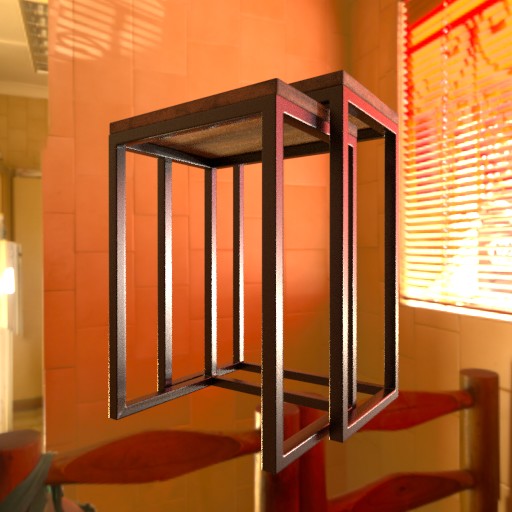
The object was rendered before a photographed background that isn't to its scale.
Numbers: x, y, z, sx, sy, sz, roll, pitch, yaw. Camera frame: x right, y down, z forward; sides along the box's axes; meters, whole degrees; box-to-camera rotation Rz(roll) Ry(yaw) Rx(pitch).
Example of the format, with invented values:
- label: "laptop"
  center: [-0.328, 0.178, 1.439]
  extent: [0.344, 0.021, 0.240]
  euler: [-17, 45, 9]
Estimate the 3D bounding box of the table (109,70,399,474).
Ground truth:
- label: "table"
  center: [0.000, 0.000, 0.916]
  extent: [0.456, 0.615, 0.460]
  euler: [0, 0, 37]
